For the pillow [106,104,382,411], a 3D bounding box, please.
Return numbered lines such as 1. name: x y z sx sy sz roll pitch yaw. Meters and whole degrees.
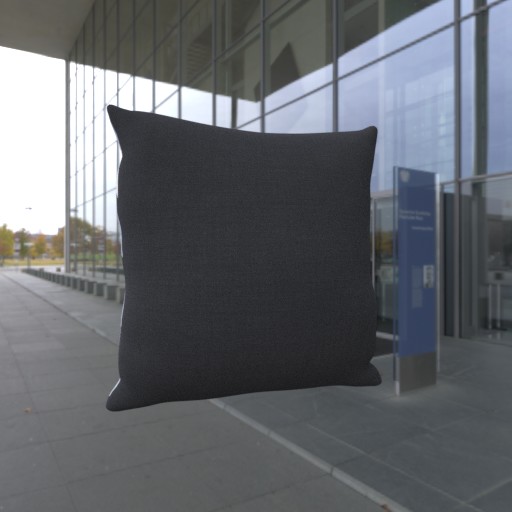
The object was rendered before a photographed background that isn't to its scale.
1. pillow: 0.000 0.000 0.783 0.503 0.496 0.208 0 0 -17
